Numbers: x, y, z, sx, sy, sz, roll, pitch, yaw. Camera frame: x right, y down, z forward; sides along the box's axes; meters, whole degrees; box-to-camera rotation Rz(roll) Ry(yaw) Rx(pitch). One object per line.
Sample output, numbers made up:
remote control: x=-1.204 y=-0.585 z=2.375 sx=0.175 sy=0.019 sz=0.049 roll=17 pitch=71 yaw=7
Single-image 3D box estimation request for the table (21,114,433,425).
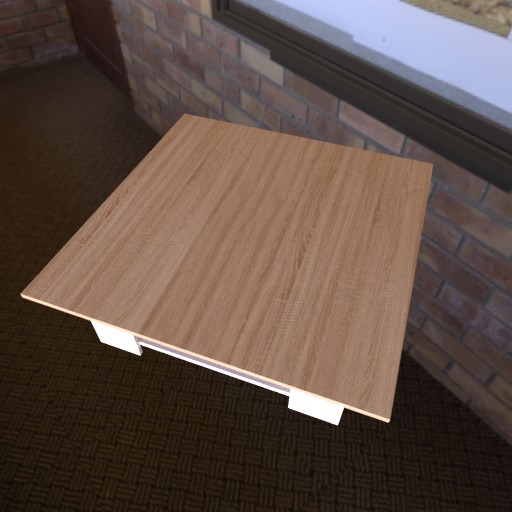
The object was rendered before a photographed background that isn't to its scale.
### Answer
table: x=0.000 y=0.000 z=1.365 sx=0.890 sy=0.305 sz=0.890 roll=15 pitch=50 yaw=13
